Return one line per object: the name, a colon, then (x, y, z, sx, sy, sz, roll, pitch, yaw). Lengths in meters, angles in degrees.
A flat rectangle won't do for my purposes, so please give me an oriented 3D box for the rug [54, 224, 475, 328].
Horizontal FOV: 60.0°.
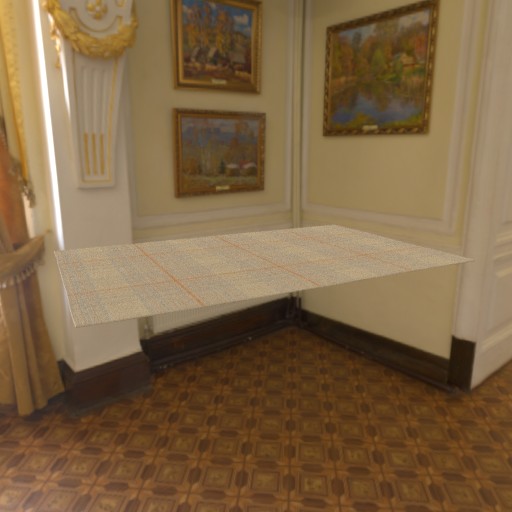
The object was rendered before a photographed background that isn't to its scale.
rug: (0.000, 0.000, 3.019, 2.442, 0.016, 1.527, -7, 15, -26)
